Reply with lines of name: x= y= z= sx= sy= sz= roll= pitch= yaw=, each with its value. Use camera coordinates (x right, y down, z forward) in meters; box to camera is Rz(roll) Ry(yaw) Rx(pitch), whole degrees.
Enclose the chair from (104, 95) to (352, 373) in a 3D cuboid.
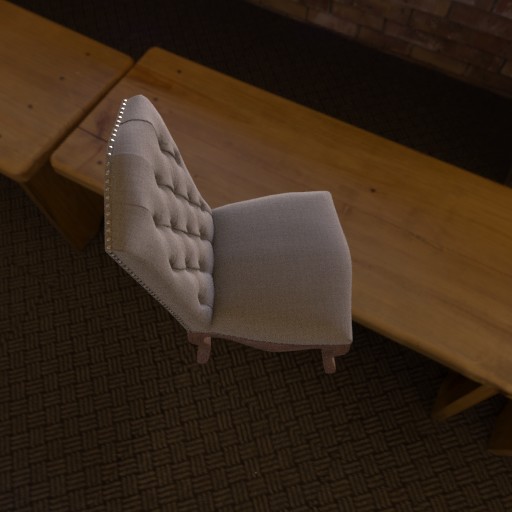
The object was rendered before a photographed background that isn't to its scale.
chair: x=0.000 y=0.000 z=1.601 sx=0.731 sy=1.191 sz=0.637 roll=-2 pitch=64 yaw=-1
